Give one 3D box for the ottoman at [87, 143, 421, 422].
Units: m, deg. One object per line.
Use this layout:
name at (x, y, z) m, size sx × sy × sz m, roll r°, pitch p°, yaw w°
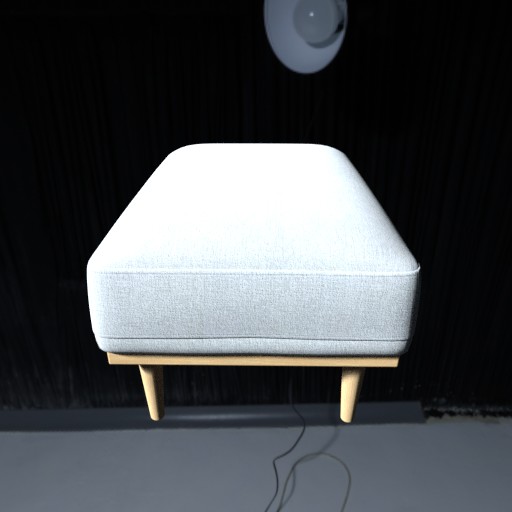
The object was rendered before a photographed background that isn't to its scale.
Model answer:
ottoman at (0.000, 0.000, 1.074) m, size 0.549 × 0.428 × 0.749 m, roll 0°, pitch 27°, yaw 1°
